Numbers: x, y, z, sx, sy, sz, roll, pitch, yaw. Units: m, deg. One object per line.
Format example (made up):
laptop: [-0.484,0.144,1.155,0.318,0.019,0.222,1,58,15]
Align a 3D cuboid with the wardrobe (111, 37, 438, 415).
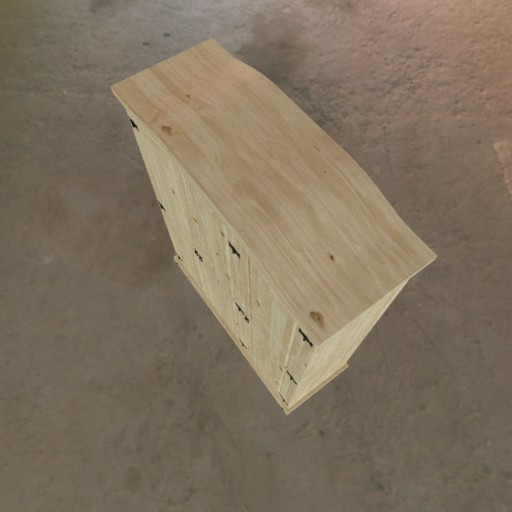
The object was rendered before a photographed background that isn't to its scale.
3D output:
wardrobe: [0.000,0.000,2.607,0.570,1.870,1.500,-33,68,-16]
